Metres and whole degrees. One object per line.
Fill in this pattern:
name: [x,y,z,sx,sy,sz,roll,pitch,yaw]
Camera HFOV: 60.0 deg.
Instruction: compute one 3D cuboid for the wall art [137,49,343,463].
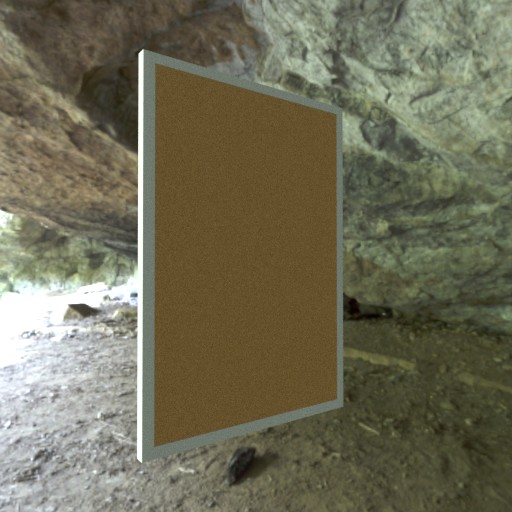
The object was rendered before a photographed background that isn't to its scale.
wall art: [0.000,0.000,0.558,0.303,0.433,0.013,1,-1,-36]
